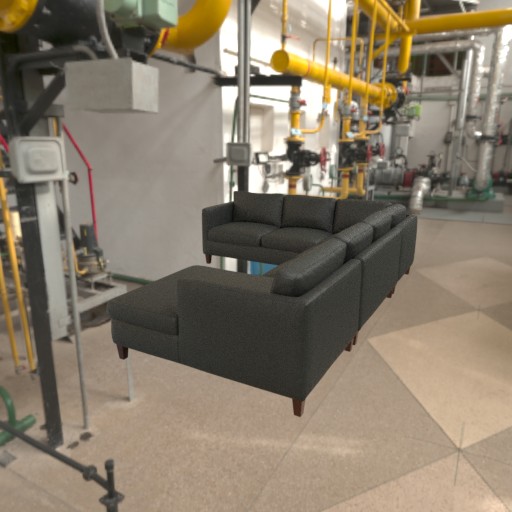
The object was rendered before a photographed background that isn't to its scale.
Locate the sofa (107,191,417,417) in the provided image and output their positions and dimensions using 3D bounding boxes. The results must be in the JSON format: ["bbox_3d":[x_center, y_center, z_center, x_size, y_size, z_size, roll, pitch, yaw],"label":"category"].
[{"bbox_3d":[0.000,0.000,4.564,2.593,0.923,3.460,8,17,28],"label":"sofa"}]
